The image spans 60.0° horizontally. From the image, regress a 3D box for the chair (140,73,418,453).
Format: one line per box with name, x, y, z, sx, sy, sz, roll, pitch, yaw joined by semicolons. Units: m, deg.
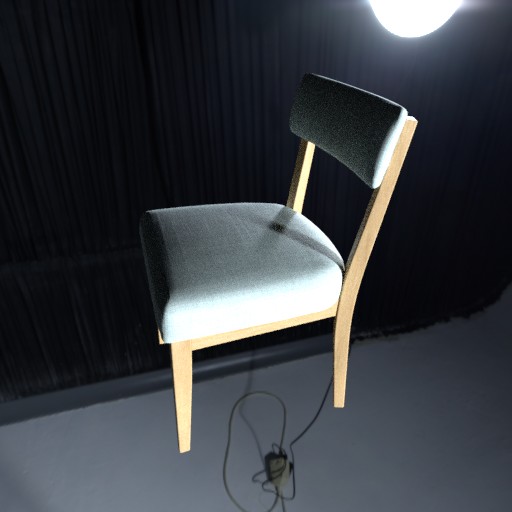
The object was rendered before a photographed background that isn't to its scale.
chair;0.000;0.000;1.182;0.572;0.832;0.508;-9;32;-15
